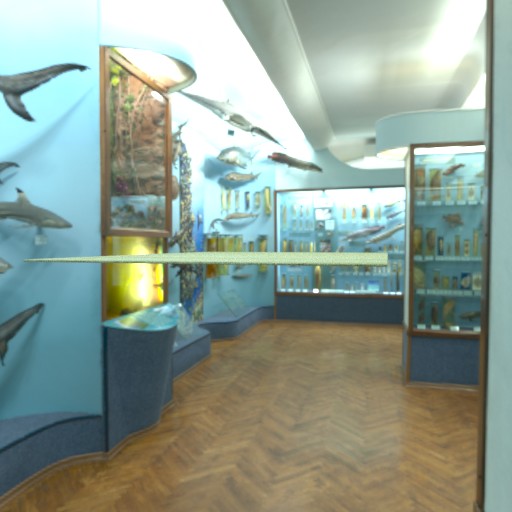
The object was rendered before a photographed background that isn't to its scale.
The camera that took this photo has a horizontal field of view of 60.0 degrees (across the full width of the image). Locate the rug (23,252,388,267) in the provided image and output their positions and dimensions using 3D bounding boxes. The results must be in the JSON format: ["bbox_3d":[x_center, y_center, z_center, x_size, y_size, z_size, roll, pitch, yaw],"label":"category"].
[{"bbox_3d":[0.000,0.000,4.259,2.425,0.016,3.198,0,2,17],"label":"rug"}]
